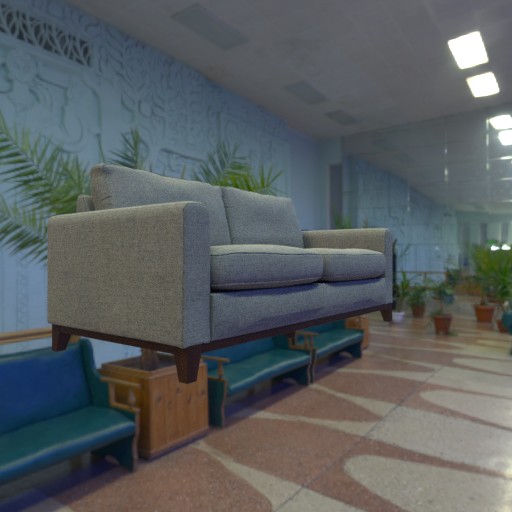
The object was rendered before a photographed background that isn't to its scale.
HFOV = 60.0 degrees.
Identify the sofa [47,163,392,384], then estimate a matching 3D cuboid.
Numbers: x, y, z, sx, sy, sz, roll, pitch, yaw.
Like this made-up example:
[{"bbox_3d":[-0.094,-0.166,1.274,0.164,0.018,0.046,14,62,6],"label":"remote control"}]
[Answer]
[{"bbox_3d":[0.000,0.000,2.556,0.969,0.892,1.978,0,0,38],"label":"sofa"}]
